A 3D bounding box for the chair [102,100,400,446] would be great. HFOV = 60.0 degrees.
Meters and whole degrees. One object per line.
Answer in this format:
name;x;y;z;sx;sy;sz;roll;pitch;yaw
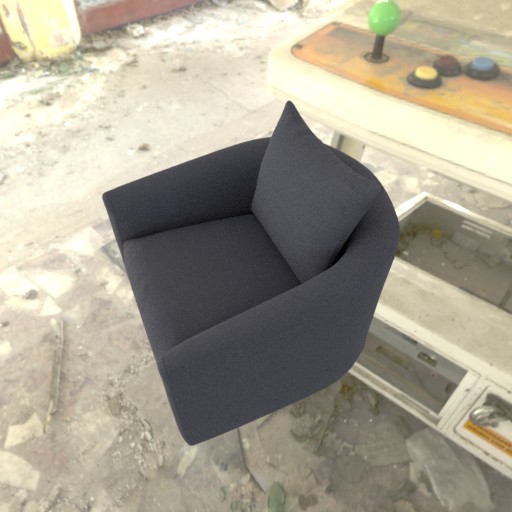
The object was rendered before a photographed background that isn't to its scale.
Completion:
chair;0.000;0.000;1.633;0.910;0.848;0.845;-18;49;-16
